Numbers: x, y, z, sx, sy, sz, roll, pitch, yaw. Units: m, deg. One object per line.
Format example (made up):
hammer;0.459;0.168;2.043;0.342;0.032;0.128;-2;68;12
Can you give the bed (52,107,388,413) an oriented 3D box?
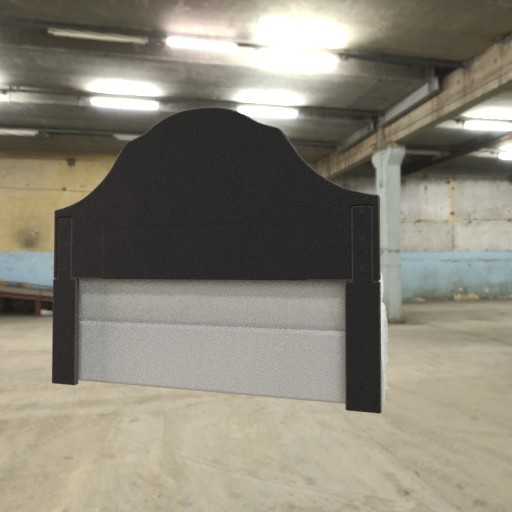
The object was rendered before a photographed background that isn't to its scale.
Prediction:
bed;0.000;0.000;3.520;2.008;1.615;2.214;0;-2;17
